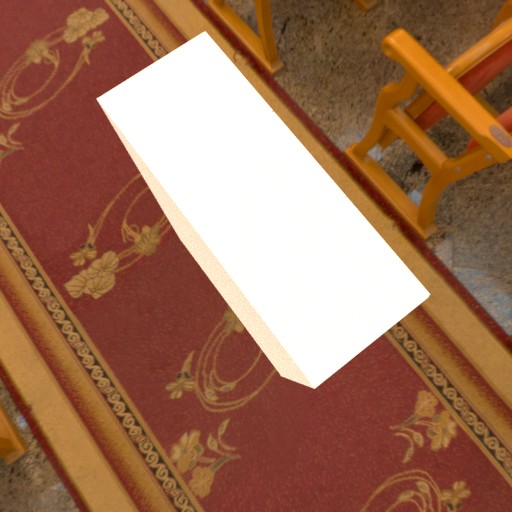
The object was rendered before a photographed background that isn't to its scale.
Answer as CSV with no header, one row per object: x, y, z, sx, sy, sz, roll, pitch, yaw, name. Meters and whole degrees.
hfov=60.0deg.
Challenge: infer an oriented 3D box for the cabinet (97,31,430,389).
0.000,0.000,2.483,0.510,1.910,1.290,-36,79,-8,cabinet
